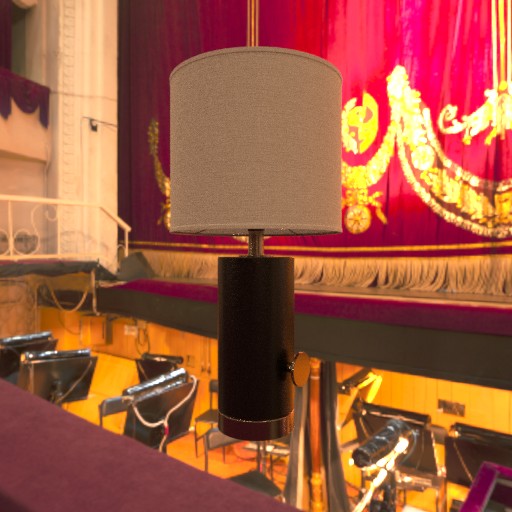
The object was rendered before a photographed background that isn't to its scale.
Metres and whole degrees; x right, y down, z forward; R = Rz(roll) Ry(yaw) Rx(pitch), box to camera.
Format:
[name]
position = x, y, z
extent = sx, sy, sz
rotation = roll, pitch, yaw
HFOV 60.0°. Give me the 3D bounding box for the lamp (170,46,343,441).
[lamp]
position = 0.000, 0.000, 0.629
extent = 0.240, 0.482, 0.241
rotation = 0, 0, 35
